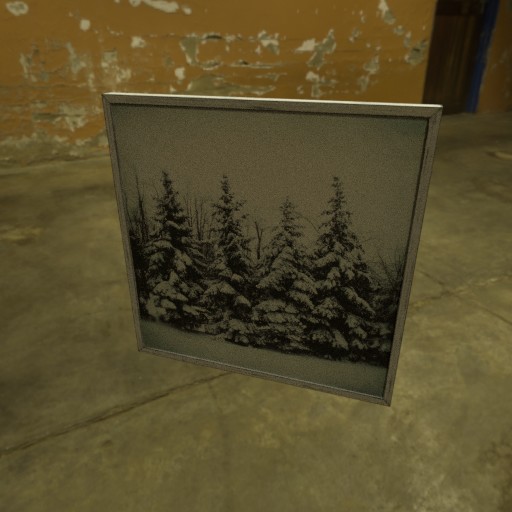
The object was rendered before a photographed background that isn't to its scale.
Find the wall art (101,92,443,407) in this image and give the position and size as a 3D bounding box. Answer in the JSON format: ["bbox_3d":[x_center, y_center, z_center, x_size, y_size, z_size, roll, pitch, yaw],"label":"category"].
[{"bbox_3d":[0.000,0.000,1.131,0.761,0.761,0.037,8,27,16],"label":"wall art"}]
